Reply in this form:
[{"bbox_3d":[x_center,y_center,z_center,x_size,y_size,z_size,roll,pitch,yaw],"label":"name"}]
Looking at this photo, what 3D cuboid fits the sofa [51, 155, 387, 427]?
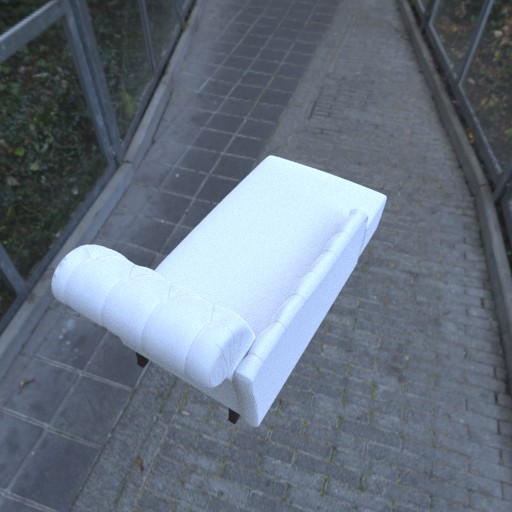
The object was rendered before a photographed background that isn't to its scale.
[{"bbox_3d":[0.000,0.000,1.850,0.675,0.787,1.379,24,52,21],"label":"sofa"}]
